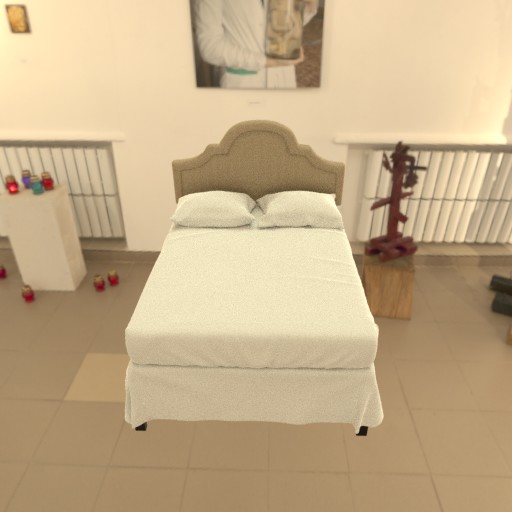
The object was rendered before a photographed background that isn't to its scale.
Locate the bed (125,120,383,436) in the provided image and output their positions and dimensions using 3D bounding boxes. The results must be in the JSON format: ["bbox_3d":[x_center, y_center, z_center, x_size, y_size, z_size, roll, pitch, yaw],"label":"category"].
[{"bbox_3d":[0.000,0.000,3.459,1.780,1.634,2.222,1,31,1],"label":"bed"}]
